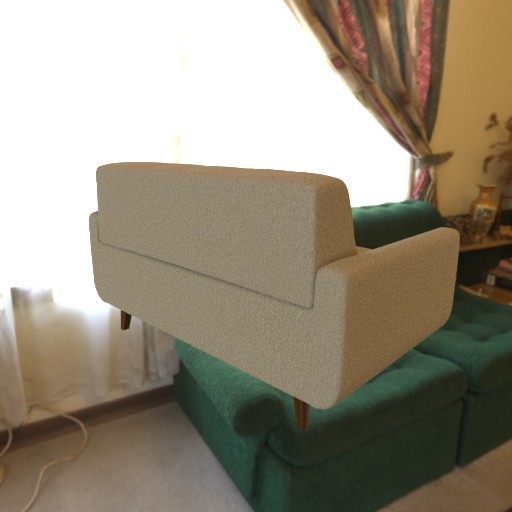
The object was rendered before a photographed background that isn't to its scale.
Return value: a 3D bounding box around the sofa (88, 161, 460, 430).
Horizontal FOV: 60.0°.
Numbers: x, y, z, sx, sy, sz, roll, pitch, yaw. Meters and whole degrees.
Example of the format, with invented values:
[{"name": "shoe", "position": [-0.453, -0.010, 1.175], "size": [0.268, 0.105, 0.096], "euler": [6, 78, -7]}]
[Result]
[{"name": "sofa", "position": [0.000, 0.000, 2.230], "size": [1.651, 0.925, 0.952], "euler": [14, 20, 42]}]
